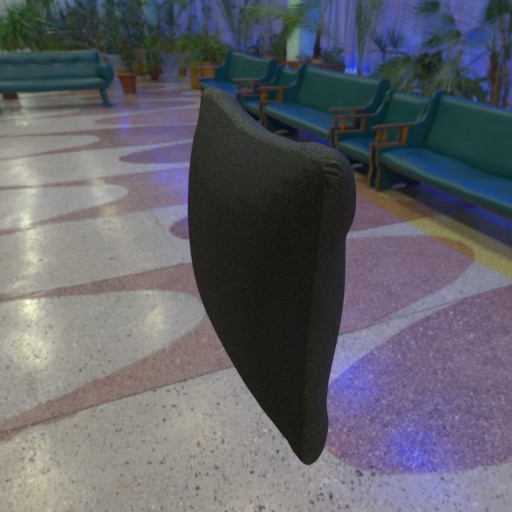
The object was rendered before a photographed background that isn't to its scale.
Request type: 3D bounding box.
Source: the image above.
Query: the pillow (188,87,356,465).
[{"bbox_3d":[0.000,0.000,0.806,0.210,0.523,0.533,-12,32,-19],"label":"pillow"}]
